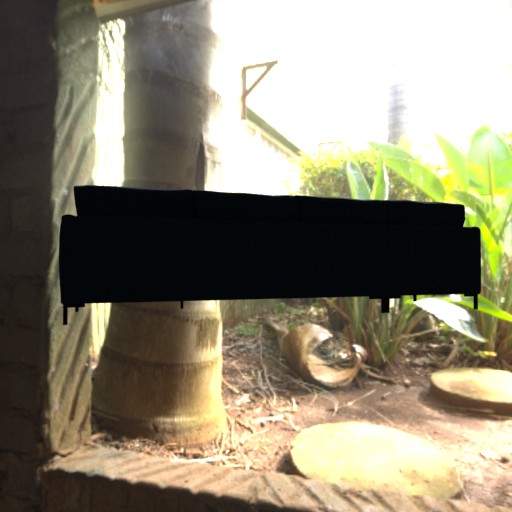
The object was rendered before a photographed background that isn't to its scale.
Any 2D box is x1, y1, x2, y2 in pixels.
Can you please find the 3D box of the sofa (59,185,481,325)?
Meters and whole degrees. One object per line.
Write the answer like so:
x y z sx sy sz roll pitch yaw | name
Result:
0.000 0.000 3.226 2.486 0.687 1.707 0 -1 -17 | sofa
